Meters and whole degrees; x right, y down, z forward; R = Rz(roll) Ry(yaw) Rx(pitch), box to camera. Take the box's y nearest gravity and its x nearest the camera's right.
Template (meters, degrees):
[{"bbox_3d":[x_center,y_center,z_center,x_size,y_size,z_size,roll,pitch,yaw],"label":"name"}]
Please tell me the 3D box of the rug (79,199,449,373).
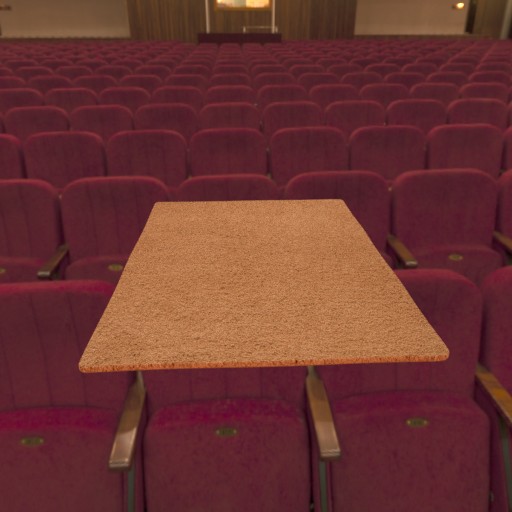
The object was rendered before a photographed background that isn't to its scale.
[{"bbox_3d":[0.000,0.000,2.132,1.199,0.025,1.600,-1,26,-3],"label":"rug"}]
